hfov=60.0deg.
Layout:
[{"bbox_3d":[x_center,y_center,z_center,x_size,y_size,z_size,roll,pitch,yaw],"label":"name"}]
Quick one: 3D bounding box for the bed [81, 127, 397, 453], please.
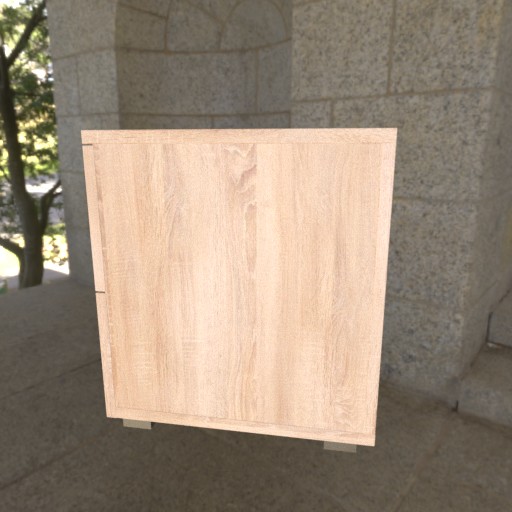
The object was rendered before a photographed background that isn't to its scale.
[{"bbox_3d":[0.000,0.000,0.794,0.401,0.420,0.460,2,14,10],"label":"bed"}]
